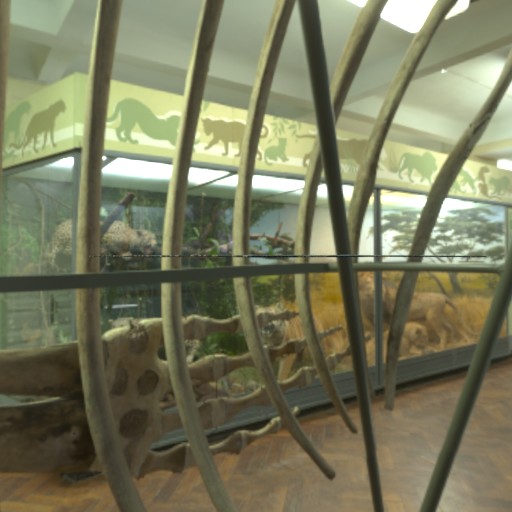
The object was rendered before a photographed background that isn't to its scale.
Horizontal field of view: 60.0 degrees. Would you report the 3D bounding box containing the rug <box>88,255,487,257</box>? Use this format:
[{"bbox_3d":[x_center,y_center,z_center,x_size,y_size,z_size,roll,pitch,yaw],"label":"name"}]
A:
[{"bbox_3d":[0.000,0.000,2.783,1.524,0.013,2.135,0,0,-35],"label":"rug"}]
